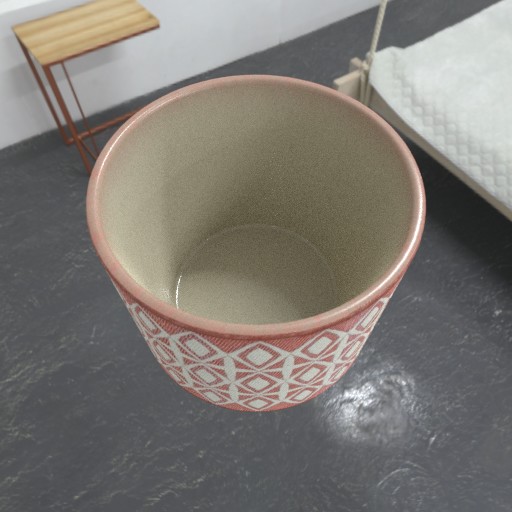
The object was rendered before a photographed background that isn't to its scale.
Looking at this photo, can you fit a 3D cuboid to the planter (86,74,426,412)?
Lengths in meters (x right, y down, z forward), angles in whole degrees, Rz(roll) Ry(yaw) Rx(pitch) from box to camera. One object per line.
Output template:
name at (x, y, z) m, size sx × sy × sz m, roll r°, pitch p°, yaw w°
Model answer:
planter at (0.000, 0.000, 0.461) m, size 0.273 × 0.237 × 0.273 m, roll 0°, pitch 58°, yaw 0°
